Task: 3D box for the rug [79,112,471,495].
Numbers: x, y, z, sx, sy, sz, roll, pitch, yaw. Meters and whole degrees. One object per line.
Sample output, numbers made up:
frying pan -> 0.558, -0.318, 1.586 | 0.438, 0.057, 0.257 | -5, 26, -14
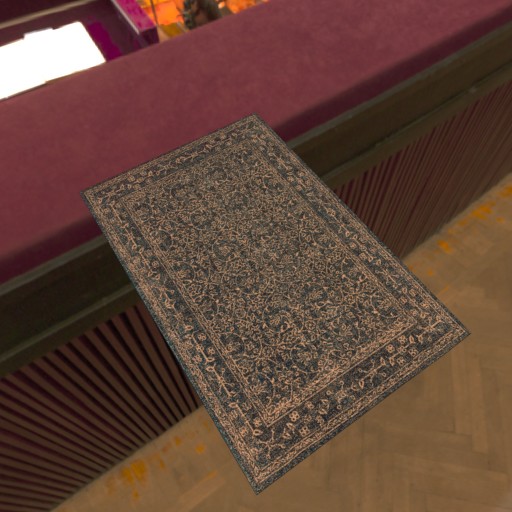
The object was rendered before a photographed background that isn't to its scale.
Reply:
rug -> 0.000, 0.000, 2.282 | 1.200, 0.005, 1.819 | -29, 63, -17
